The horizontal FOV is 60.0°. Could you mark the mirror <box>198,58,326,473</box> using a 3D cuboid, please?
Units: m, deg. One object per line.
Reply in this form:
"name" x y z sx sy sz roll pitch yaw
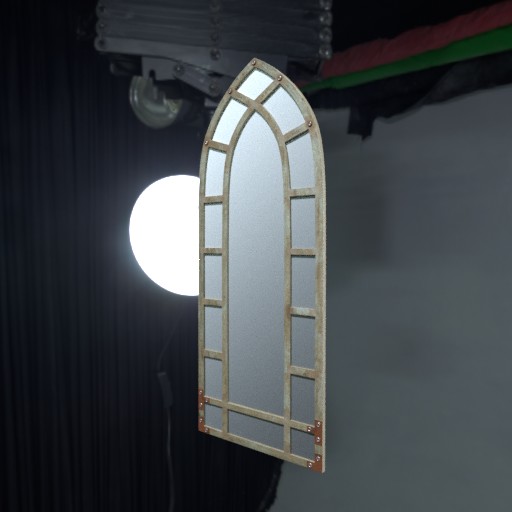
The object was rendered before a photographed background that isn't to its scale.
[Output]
"mirror" 0.000 0.000 1.336 0.464 1.175 0.025 1 2 36
